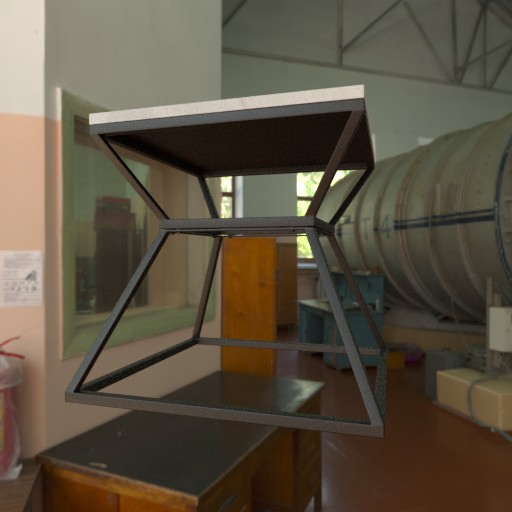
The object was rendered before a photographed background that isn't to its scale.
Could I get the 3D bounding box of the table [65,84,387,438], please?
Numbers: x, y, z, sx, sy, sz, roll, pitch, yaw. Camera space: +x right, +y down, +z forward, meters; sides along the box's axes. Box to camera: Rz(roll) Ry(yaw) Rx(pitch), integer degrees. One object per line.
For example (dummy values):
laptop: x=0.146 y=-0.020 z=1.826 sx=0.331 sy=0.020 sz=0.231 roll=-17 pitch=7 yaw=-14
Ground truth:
table: x=0.000 y=0.000 z=0.806 sx=0.455 sy=0.431 sz=0.455 roll=0 pitch=0 yaw=17
